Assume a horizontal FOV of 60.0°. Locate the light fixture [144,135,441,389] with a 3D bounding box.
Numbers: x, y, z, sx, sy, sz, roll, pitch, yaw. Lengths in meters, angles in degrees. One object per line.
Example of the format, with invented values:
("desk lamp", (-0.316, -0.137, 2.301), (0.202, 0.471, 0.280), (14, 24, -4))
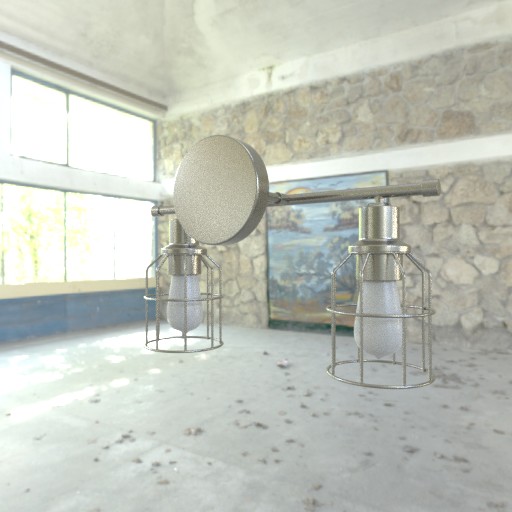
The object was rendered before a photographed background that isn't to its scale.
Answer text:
("light fixture", (0.000, 0.000, 0.535), (0.406, 0.254, 0.165), (0, 0, 34))
